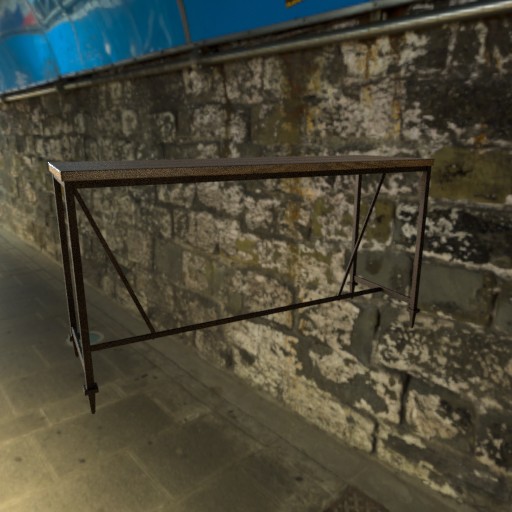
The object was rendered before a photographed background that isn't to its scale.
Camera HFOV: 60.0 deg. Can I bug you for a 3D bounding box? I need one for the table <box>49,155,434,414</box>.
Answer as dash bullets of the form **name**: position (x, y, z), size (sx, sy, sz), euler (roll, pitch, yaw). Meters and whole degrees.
- **table**: position (0.000, 0.000, 2.139), size (1.700, 0.902, 0.551), euler (-8, 17, -27)
